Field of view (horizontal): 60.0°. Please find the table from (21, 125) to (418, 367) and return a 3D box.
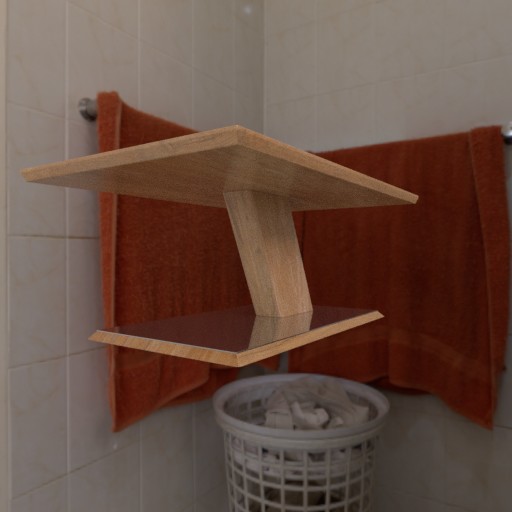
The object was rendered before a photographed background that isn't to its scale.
[{"bbox_3d":[0.000,0.000,1.380,0.692,0.441,1.100,0,0,35],"label":"table"}]
